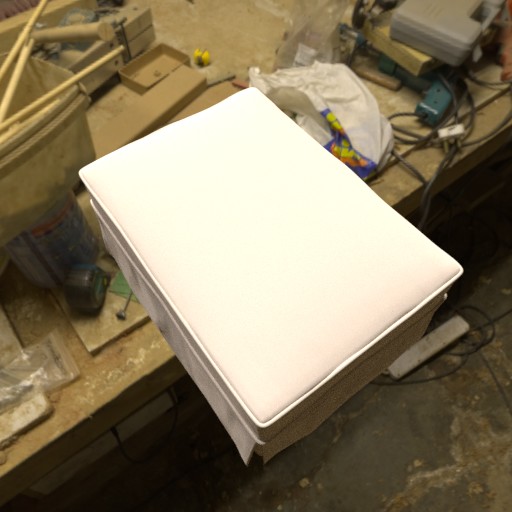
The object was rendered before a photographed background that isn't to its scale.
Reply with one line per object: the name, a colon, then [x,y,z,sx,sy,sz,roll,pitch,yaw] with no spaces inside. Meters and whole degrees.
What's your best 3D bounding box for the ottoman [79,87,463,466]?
ottoman: [0.000,0.000,1.348,0.703,0.479,0.944,-32,63,-19]
